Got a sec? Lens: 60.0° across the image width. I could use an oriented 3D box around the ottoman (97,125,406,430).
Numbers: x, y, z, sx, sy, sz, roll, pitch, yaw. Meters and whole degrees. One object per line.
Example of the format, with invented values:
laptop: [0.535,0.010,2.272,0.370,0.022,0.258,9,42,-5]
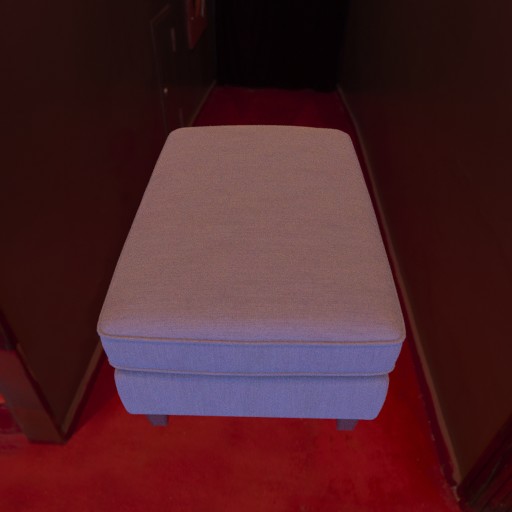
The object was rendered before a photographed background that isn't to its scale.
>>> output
ottoman: [0.000,0.000,1.330,0.636,0.480,0.941,1,41,1]
